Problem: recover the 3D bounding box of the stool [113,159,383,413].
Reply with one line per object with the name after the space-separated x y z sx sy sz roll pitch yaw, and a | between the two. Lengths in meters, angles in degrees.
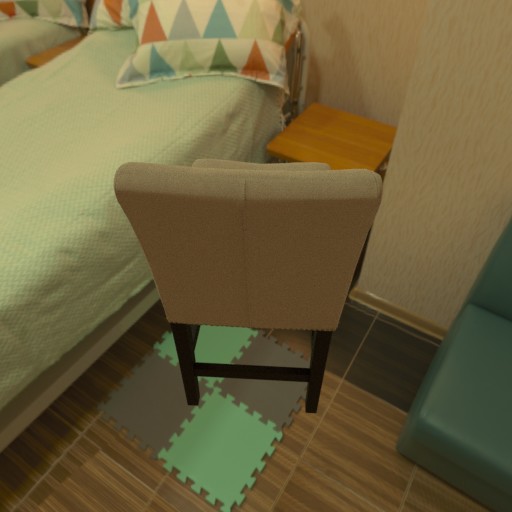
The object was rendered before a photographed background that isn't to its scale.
0.000 0.000 1.170 0.427 0.885 0.571 2 46 2 | stool
